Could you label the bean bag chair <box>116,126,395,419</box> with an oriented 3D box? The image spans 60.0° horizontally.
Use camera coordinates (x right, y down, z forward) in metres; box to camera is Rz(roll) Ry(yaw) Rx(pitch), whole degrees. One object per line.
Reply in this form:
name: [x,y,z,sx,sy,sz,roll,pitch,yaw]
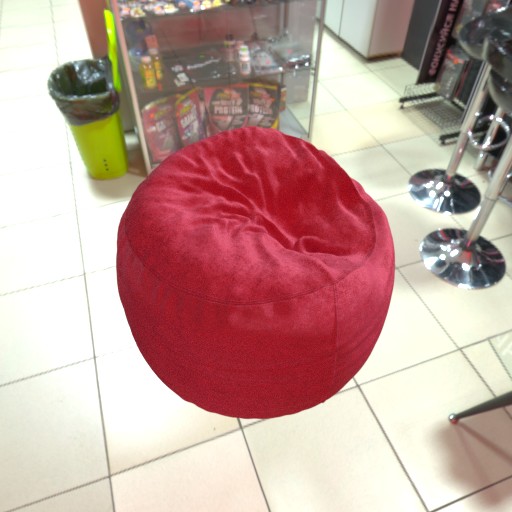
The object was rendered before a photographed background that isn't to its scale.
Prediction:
bean bag chair: [0.000,0.000,1.967,1.218,0.788,1.218,0,47,0]
